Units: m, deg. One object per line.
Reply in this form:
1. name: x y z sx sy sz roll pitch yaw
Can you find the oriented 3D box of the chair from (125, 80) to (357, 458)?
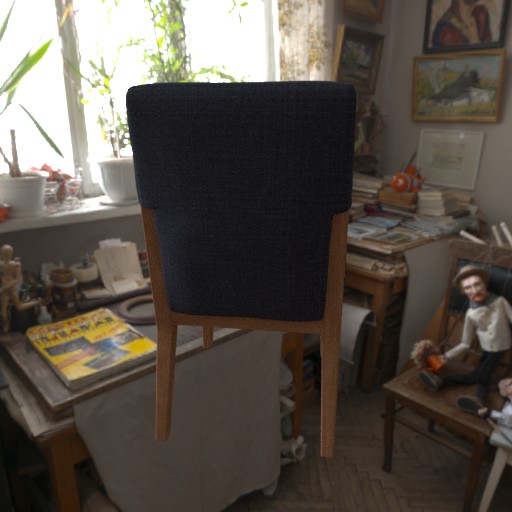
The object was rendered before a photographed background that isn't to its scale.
1. chair: 0.000 0.000 1.291 0.507 0.911 0.586 2 17 8
